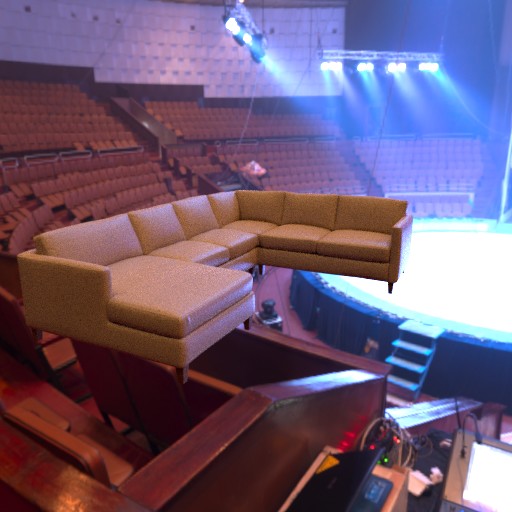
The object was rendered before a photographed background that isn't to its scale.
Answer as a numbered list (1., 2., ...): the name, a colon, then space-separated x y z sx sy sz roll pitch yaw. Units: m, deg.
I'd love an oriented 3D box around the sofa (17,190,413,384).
1. sofa: 0.000 0.000 4.489 2.594 0.961 3.460 7 17 26
